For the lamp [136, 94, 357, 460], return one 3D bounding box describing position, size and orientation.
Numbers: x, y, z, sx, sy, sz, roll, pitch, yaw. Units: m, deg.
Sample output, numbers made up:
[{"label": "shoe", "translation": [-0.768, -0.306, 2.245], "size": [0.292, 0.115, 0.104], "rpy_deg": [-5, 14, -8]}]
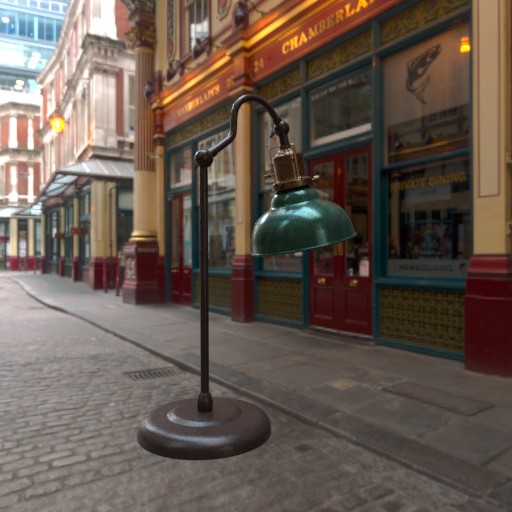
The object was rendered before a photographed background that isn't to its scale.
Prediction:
[{"label": "lamp", "translation": [0.000, 0.000, 0.699], "size": [0.374, 0.508, 0.192], "rpy_deg": [1, -1, -36]}]
